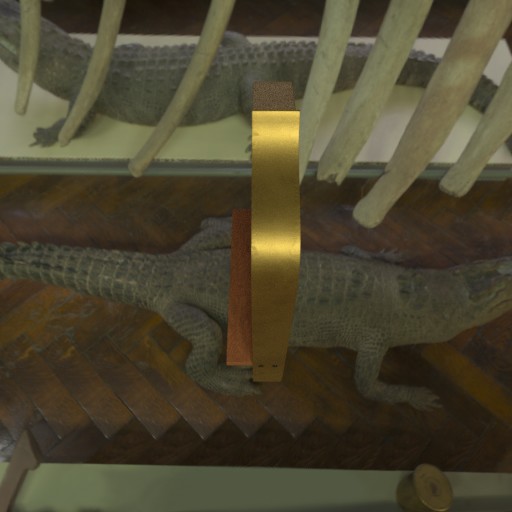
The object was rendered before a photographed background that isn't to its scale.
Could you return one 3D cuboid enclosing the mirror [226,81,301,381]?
[{"bbox_3d":[0.000,0.000,0.743,0.096,0.613,0.323,0,59,0],"label":"mirror"}]
